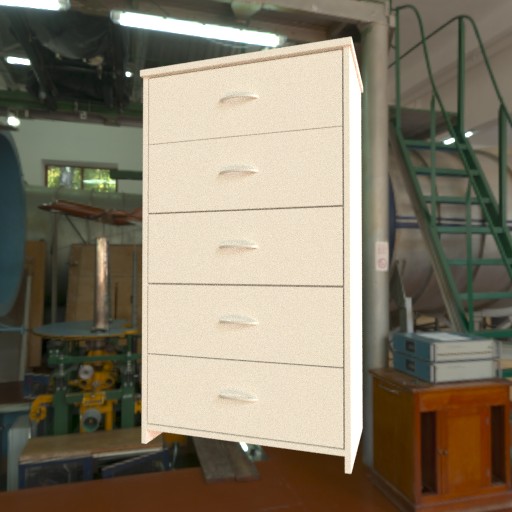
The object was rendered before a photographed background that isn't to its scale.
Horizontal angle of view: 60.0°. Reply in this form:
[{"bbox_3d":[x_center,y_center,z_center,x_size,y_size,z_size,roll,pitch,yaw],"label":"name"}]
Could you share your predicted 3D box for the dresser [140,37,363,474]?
[{"bbox_3d":[0.000,0.000,1.553,0.704,1.255,0.399,0,-1,18],"label":"dresser"}]
